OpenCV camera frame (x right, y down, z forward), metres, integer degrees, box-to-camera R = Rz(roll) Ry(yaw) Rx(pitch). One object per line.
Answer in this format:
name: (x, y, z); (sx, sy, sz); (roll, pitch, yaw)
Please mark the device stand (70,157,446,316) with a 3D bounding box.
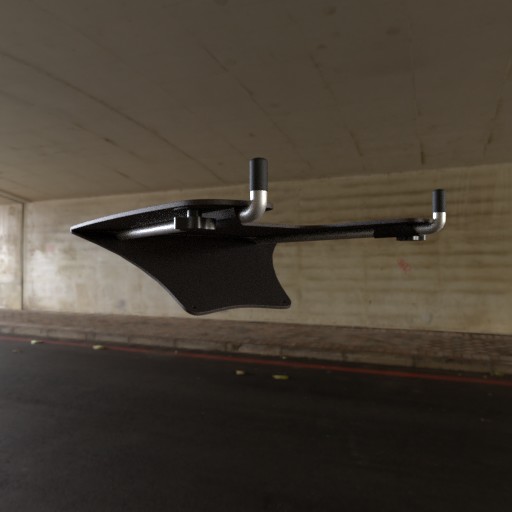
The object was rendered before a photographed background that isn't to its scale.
device stand: (0.000, 0.000, 0.353); (0.230, 0.092, 0.230); (1, -1, -36)
